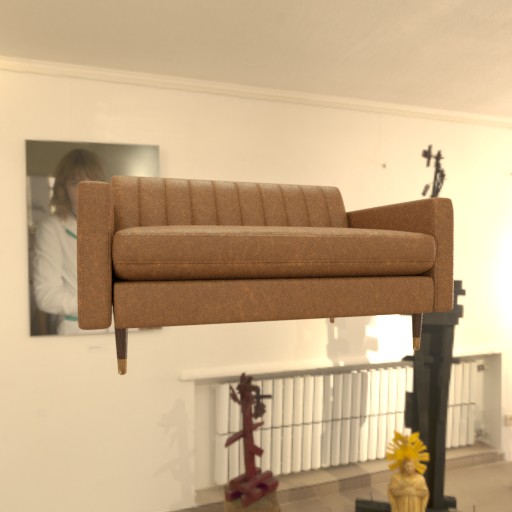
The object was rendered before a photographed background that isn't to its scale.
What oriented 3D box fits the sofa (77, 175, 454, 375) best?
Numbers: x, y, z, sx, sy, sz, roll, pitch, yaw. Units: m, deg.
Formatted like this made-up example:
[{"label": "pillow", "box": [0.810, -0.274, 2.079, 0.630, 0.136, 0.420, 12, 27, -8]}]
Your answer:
[{"label": "sofa", "box": [0.000, 0.000, 2.097, 1.549, 0.820, 0.960, 0, 1, -18]}]
